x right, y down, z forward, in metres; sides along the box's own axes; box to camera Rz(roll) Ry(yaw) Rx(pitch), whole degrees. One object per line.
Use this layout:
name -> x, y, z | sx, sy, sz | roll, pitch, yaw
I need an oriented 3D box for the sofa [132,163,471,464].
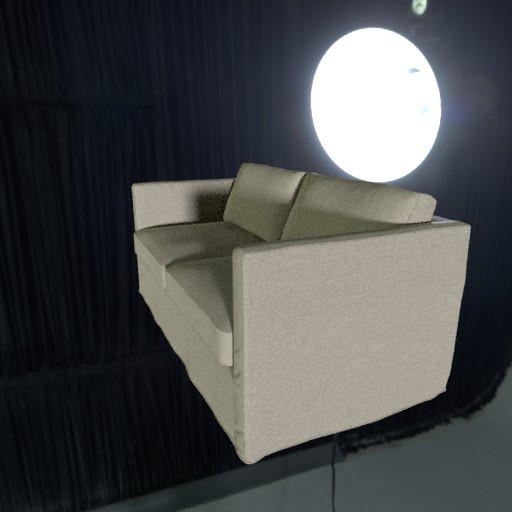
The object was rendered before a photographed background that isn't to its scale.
sofa -> 0.000, 0.000, 2.255 | 0.956, 0.828, 1.766 | -8, 18, -24
